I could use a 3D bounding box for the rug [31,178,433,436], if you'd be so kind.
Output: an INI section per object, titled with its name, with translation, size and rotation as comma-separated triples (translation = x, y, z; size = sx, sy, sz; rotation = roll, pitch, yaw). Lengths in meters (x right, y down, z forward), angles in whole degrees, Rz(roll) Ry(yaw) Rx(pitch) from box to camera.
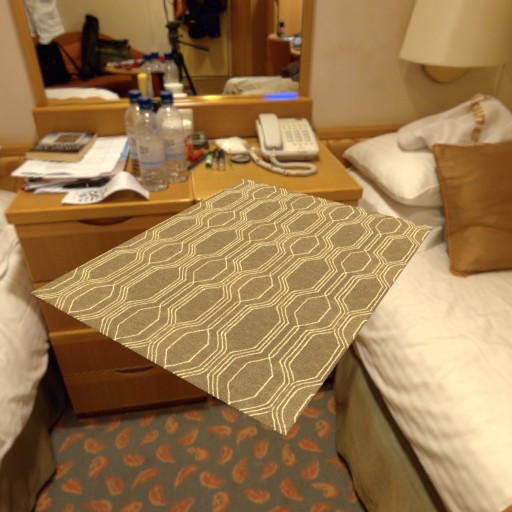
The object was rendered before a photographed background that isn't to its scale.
[rug]
translation = 0.000, 0.000, 4.183
size = 2.457, 0.012, 3.062
rotation = 19, 36, 28
